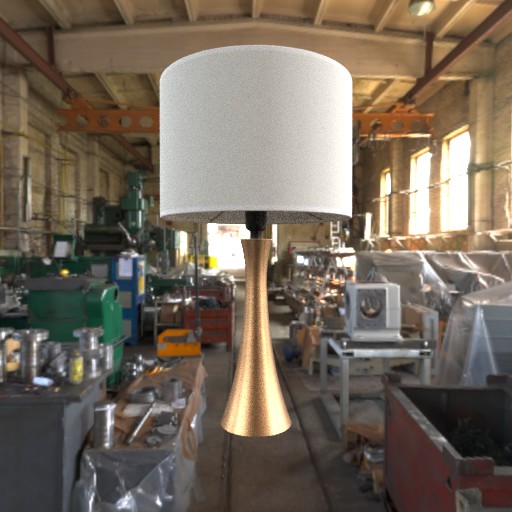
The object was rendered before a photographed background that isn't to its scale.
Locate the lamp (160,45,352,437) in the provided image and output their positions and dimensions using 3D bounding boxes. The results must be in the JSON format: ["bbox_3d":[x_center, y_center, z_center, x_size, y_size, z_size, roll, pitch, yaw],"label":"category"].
[{"bbox_3d":[0.000,0.000,0.635,0.268,0.479,0.268,0,1,-36],"label":"lamp"}]
